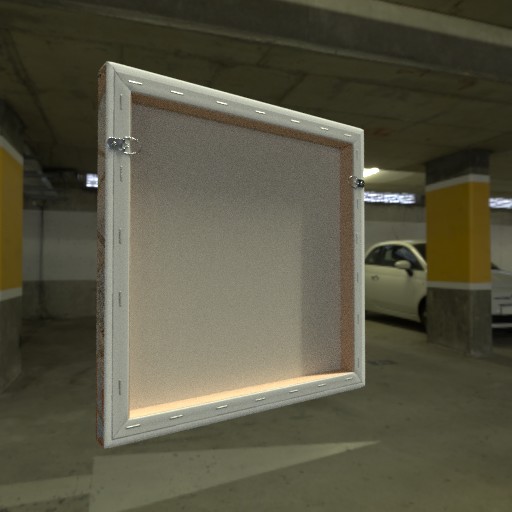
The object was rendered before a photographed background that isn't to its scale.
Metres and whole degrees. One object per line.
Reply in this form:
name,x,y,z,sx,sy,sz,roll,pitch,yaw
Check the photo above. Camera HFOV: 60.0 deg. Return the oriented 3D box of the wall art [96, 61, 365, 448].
wall art,0.000,0.000,0.736,0.507,0.508,0.038,1,-1,-36
